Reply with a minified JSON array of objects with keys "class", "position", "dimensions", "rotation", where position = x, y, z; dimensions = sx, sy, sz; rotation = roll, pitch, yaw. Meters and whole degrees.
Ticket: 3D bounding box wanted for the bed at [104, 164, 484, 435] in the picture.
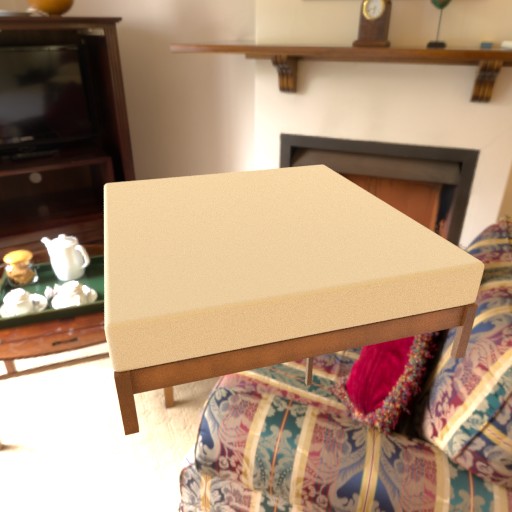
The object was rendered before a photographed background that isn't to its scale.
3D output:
[{"class":"bed","position":[0.000,0.000,3.074],"dimensions":[1.930,0.616,2.049],"rotation":[-8,28,-15]}]
